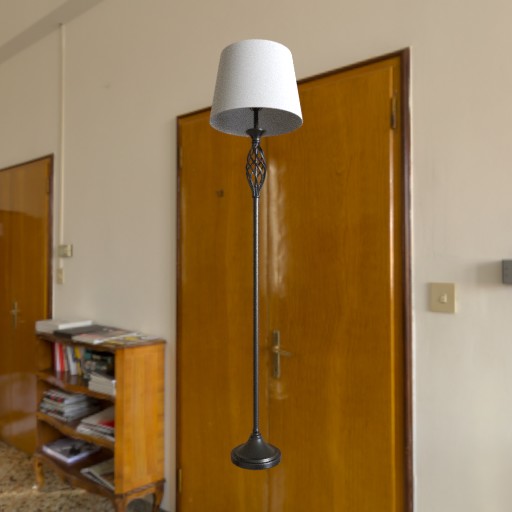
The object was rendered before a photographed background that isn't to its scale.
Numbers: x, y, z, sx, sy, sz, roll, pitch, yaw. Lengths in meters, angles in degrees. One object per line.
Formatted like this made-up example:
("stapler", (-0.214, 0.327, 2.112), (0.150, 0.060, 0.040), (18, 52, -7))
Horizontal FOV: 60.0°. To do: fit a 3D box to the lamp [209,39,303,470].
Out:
("lamp", (0.000, 0.000, 1.793), (0.379, 1.623, 0.379), (0, -1, 0))
